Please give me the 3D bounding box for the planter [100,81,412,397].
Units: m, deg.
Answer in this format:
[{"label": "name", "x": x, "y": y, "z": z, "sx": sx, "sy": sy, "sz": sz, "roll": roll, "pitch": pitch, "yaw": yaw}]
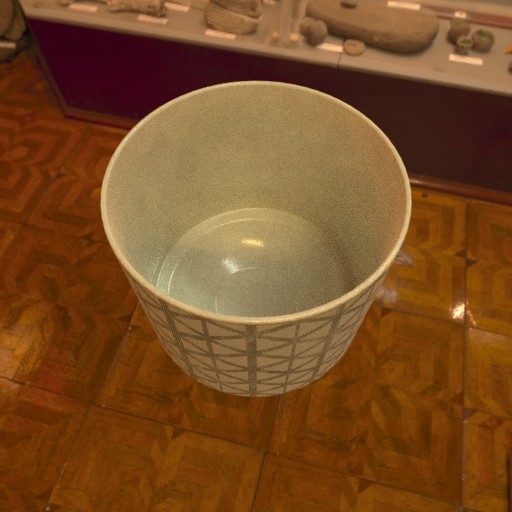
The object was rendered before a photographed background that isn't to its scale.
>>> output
[{"label": "planter", "x": 0.000, "y": 0.000, "z": 0.351, "sx": 0.190, "sy": 0.181, "sz": 0.190, "roll": 0, "pitch": 59, "yaw": 0}]
